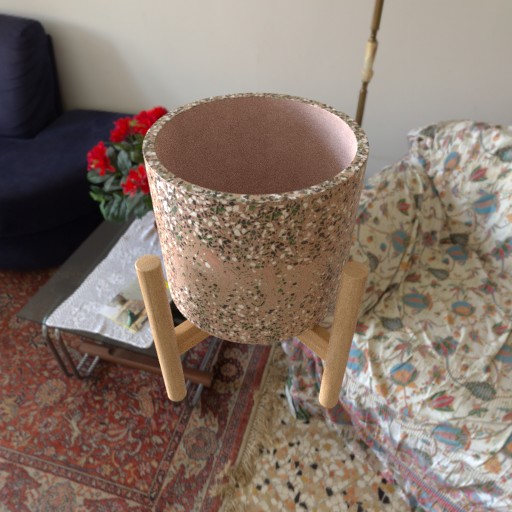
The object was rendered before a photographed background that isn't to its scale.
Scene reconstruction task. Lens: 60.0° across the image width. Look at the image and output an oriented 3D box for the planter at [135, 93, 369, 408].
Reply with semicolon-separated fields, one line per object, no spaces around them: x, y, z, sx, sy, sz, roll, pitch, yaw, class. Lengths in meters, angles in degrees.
0.000;0.000;0.549;0.284;0.320;0.284;-14;44;-14;planter
